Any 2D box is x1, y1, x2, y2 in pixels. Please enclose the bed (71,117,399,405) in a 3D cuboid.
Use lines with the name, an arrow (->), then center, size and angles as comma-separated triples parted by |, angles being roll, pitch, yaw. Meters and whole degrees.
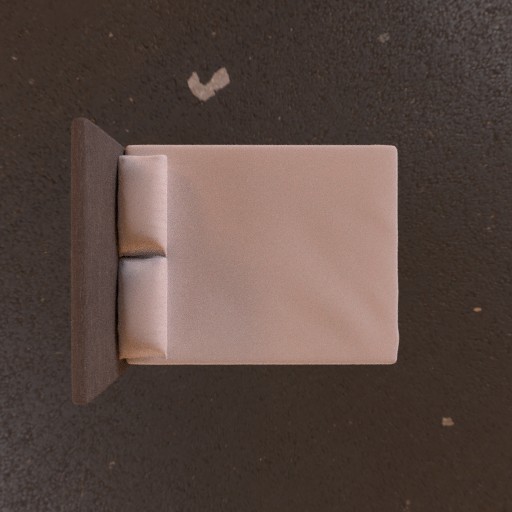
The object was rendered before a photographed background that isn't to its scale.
bed -> 0.000, 0.000, 3.168 | 2.142, 1.330, 1.723 | 0, 90, 0
